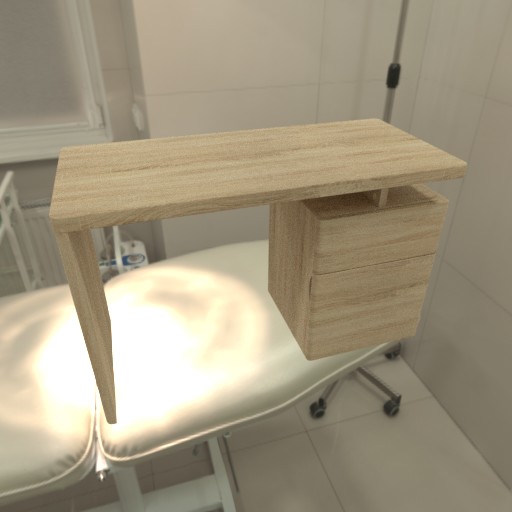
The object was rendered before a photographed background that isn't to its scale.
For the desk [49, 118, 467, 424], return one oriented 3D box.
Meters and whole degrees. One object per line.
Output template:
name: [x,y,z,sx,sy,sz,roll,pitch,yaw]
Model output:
desk: [0.000,0.000,1.619,1.200,0.760,0.550,-10,33,-15]
